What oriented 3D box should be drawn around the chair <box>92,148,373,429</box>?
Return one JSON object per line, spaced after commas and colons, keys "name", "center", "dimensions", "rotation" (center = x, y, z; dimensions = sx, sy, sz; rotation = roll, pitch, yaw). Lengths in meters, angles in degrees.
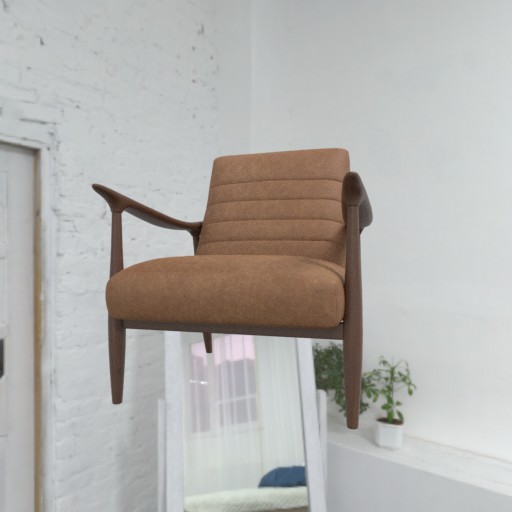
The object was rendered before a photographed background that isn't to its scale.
{"name": "chair", "center": [0.000, 0.000, 1.455], "dimensions": [0.741, 0.832, 0.798], "rotation": [0, 1, 15]}
